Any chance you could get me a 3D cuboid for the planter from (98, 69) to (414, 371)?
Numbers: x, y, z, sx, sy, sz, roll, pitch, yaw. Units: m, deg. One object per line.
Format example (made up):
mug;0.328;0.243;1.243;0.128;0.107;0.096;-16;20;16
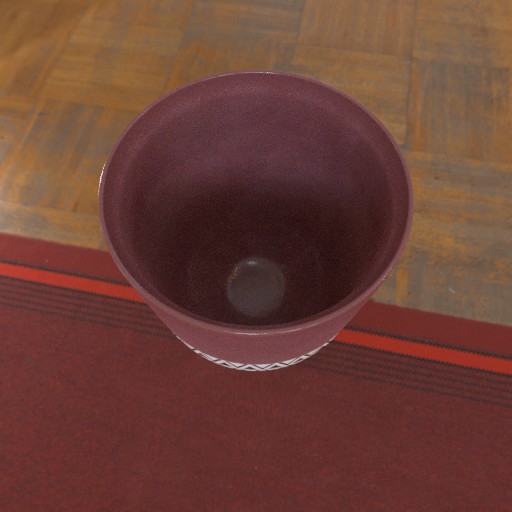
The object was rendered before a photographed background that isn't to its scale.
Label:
planter;0.000;0.000;0.372;0.195;0.214;0.195;0;64;0
